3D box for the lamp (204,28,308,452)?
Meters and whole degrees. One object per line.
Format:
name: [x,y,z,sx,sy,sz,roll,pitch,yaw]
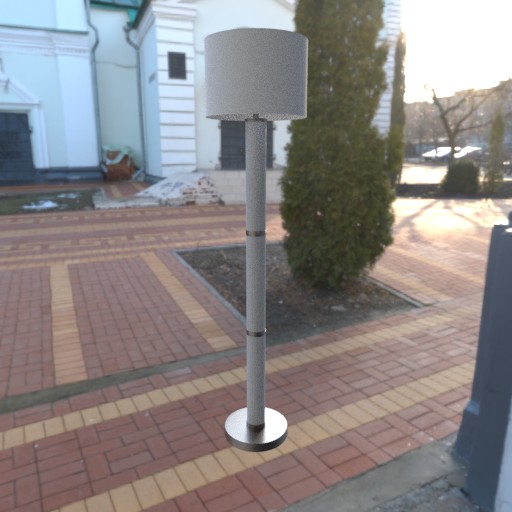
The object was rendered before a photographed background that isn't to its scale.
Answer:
lamp: [0.000,0.000,1.782,0.377,1.599,0.377,-3,14,-12]
